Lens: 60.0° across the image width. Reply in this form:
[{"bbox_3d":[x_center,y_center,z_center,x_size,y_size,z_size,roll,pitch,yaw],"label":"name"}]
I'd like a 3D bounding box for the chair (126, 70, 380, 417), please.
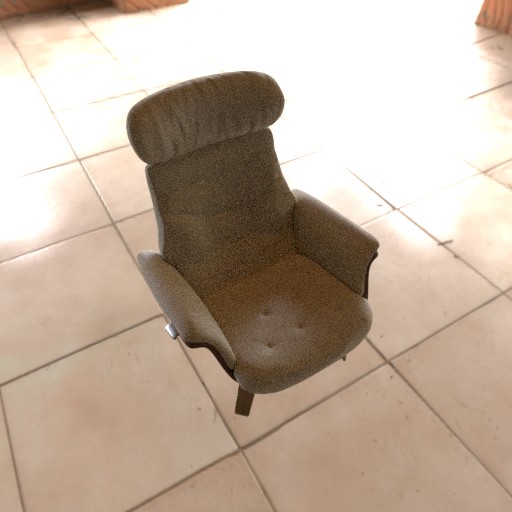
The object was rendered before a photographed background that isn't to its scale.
[{"bbox_3d":[0.000,0.000,1.570,0.785,0.995,0.837,-24,51,-21],"label":"chair"}]
